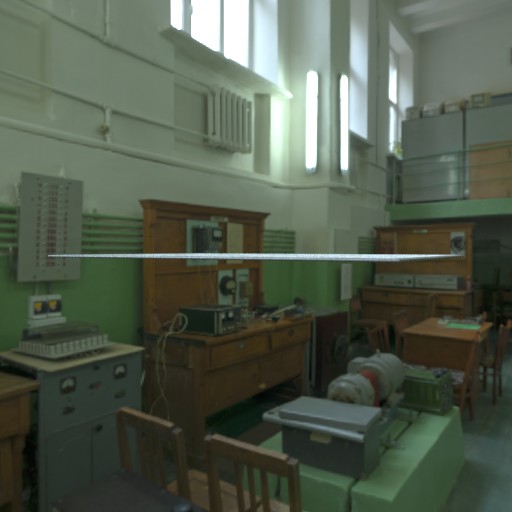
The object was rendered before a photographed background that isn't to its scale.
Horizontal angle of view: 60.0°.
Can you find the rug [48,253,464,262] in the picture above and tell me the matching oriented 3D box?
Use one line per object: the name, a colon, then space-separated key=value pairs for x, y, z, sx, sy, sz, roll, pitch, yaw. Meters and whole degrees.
rug: x=0.000 y=0.000 z=3.506 sx=2.746 sy=0.018 sz=1.819 roll=1 pitch=1 yaw=33
